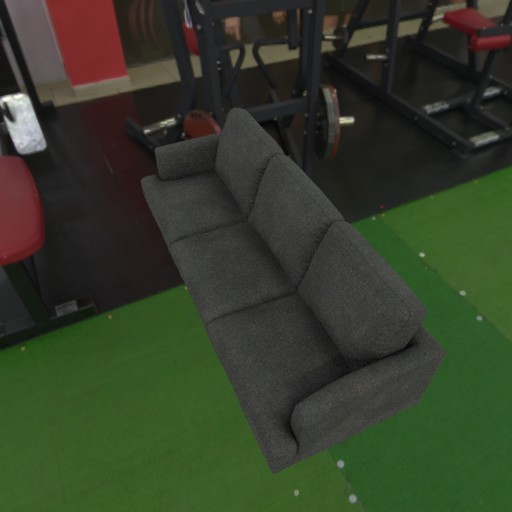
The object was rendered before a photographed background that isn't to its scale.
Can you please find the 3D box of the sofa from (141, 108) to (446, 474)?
[{"bbox_3d":[0.000,0.000,2.721,0.903,0.930,2.246,-18,48,-17],"label":"sofa"}]
